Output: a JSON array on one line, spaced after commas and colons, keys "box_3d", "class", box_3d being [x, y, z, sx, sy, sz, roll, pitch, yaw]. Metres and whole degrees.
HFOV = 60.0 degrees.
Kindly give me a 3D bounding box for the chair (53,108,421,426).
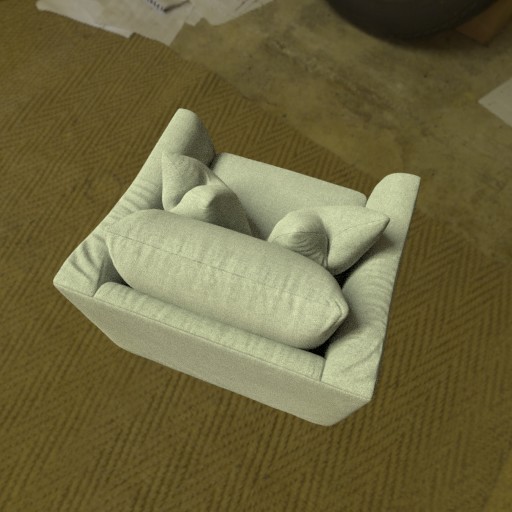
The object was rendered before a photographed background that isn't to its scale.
[{"box_3d": [0.000, 0.000, 2.015, 1.194, 1.059, 1.071, 18, 65, 9], "class": "chair"}]
